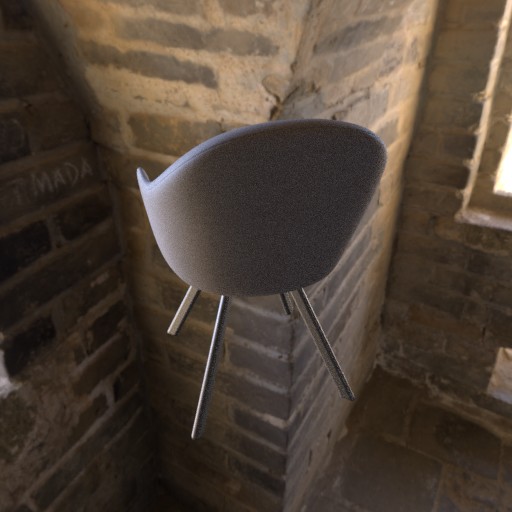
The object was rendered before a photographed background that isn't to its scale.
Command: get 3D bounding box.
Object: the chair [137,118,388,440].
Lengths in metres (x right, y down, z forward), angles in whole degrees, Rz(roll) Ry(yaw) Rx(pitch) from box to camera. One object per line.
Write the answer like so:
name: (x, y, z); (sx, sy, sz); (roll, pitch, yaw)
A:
chair: (0.000, 0.000, 1.170); (0.540, 0.780, 0.570); (-8, 28, -16)
